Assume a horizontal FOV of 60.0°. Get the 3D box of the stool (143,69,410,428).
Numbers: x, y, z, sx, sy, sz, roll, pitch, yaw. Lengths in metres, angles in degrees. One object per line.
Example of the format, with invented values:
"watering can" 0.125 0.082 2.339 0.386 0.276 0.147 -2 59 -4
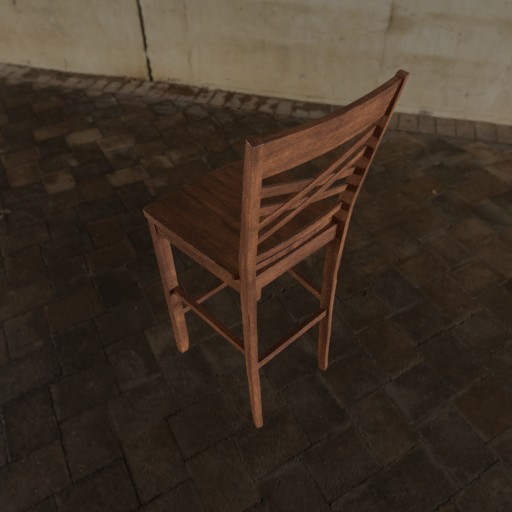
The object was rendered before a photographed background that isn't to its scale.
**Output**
"stool" 0.000 0.000 1.308 0.433 1.105 0.487 -32 53 -29
